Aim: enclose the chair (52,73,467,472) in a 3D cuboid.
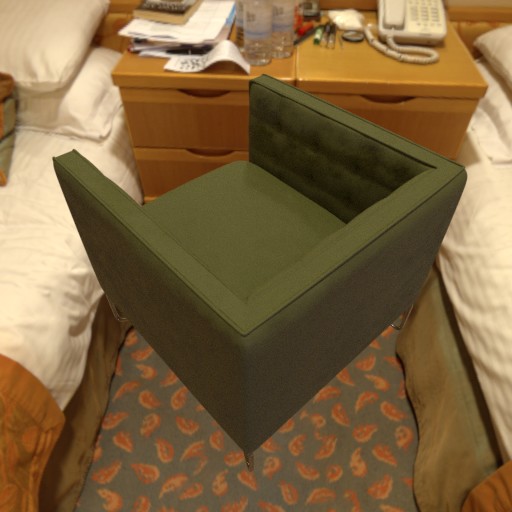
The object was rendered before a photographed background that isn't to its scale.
[{"bbox_3d":[0.000,0.000,1.548,0.880,0.790,0.894,-33,54,-28],"label":"chair"}]
